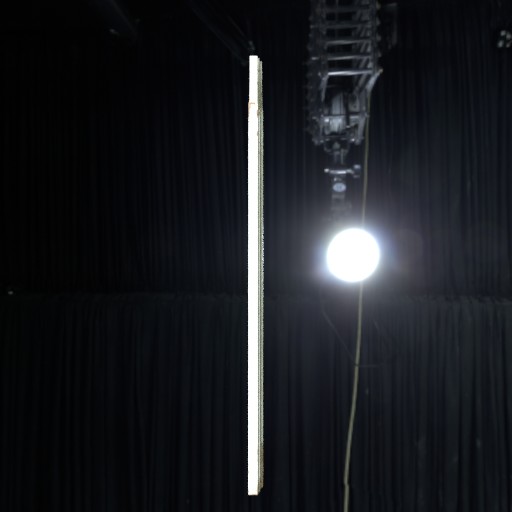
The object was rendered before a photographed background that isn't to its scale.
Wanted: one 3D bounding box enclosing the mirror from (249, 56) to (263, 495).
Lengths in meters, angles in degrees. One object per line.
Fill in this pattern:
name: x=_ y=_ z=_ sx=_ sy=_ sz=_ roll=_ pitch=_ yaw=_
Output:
mirror: x=0.000 y=0.000 z=0.864 sx=0.022 sy=0.717 sz=0.403 roll=0 pitch=-1 yaw=0
